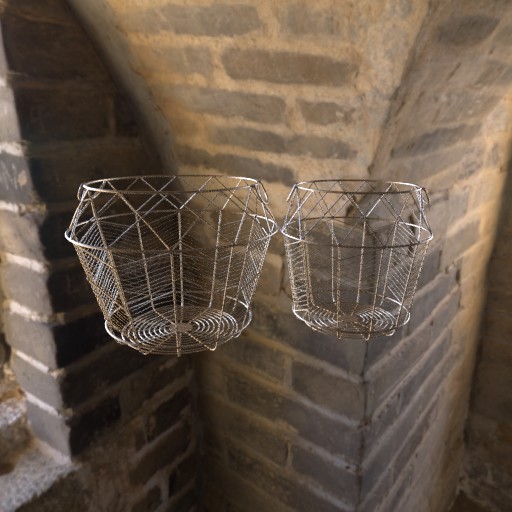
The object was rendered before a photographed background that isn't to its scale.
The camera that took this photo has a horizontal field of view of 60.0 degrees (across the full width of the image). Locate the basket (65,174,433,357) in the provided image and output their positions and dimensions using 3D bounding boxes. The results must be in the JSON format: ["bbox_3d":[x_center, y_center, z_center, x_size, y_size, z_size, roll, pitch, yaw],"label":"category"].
[{"bbox_3d":[0.000,0.000,1.017,0.805,0.343,0.451,-2,15,-8],"label":"basket"}]
